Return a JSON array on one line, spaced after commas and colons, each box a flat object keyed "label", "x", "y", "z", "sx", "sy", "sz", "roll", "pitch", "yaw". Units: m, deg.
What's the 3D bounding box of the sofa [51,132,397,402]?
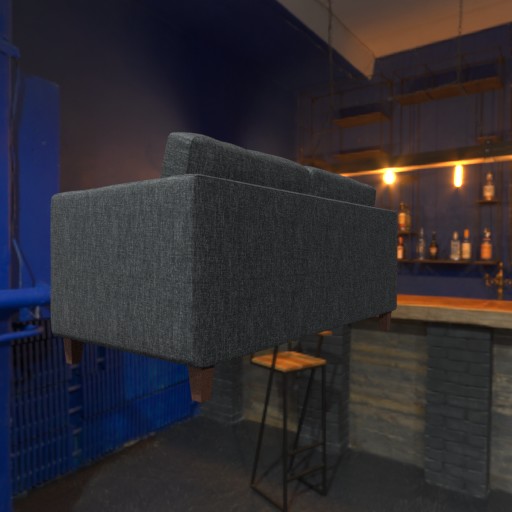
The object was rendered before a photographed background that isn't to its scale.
[{"label": "sofa", "x": 0.000, "y": 0.000, "z": 2.443, "sx": 0.950, "sy": 0.963, "sz": 1.884, "roll": 1, "pitch": 1, "yaw": 37}]
